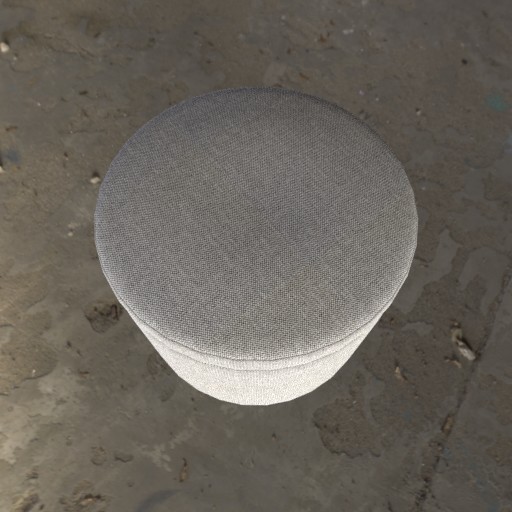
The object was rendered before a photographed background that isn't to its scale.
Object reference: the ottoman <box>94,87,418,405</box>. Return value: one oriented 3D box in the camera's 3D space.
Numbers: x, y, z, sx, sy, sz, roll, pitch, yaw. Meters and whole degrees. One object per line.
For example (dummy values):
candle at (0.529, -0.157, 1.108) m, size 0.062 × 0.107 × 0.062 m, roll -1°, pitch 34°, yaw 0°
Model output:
ottoman at (0.000, 0.000, 0.852) m, size 0.500 × 0.419 × 0.500 m, roll 0°, pitch 63°, yaw 0°
